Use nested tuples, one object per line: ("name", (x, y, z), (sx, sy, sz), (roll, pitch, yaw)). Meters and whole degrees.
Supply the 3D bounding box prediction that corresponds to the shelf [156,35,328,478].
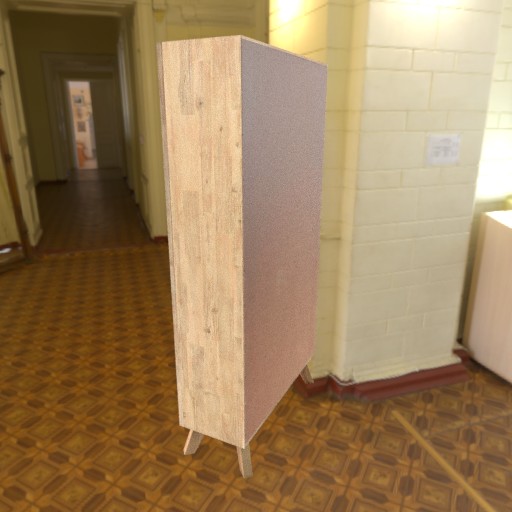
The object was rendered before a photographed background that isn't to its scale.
("shelf", (0.000, 0.000, 1.767), (0.308, 1.471, 0.748), (8, 19, 25))
